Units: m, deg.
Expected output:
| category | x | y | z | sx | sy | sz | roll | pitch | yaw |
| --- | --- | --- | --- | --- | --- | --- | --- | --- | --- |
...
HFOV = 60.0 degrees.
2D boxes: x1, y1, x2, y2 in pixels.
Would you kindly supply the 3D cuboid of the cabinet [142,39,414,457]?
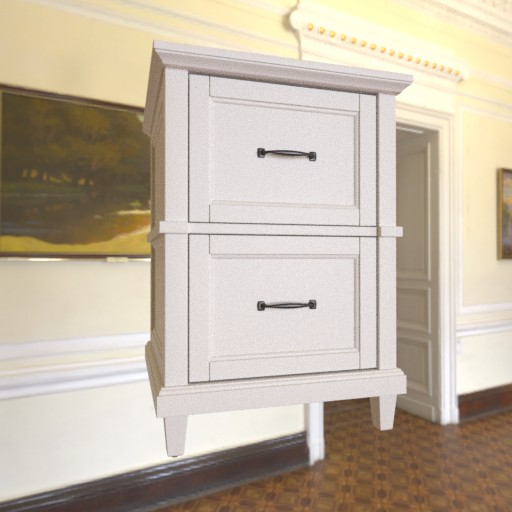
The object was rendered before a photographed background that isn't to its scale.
| category | x | y | z | sx | sy | sz | roll | pitch | yaw |
| --- | --- | --- | --- | --- | --- | --- | --- | --- | --- |
| cabinet | 0.000 | 0.000 | 1.132 | 0.544 | 0.775 | 0.547 | 0 | 0 | -16 |
